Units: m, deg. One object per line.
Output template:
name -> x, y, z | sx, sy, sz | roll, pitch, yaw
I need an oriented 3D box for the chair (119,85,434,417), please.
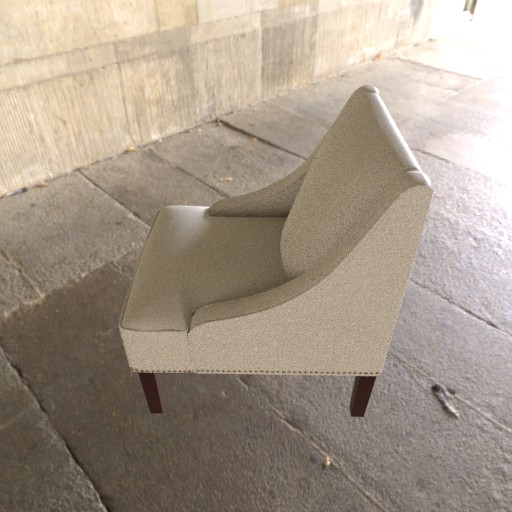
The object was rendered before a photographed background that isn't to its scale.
chair -> 0.000, 0.000, 1.402 | 0.748, 0.872, 0.628 | 1, 39, 1
